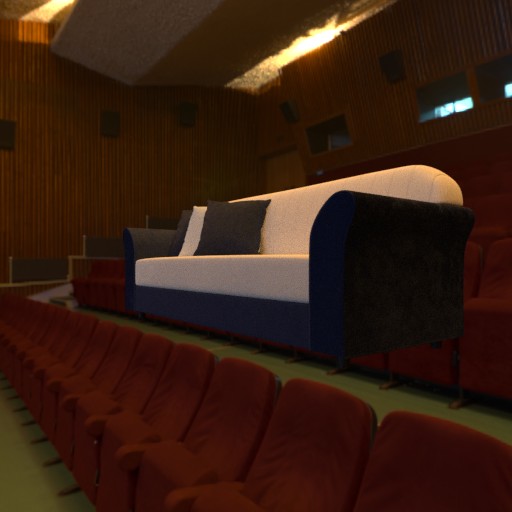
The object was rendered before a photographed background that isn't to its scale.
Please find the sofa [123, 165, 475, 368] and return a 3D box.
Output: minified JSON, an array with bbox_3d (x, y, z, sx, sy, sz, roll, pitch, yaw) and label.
[{"bbox_3d":[0.000,0.000,2.395,0.749,0.789,2.006,1,-1,-37],"label":"sofa"}]
